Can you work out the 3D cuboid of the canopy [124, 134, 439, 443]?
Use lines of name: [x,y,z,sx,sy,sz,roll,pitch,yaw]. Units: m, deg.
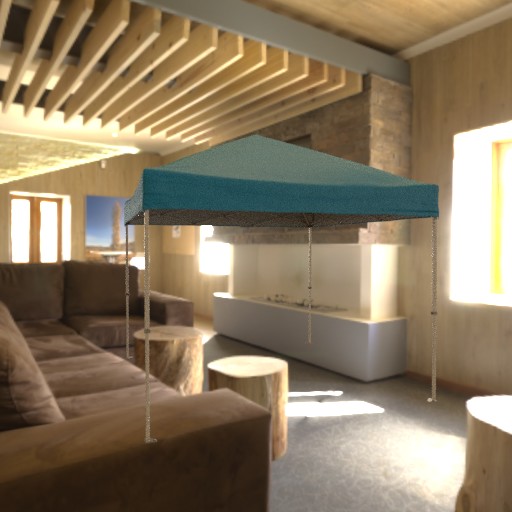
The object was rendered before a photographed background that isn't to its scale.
canopy: [0.000,0.000,5.500,2.998,2.997,2.996,0,1,-19]
